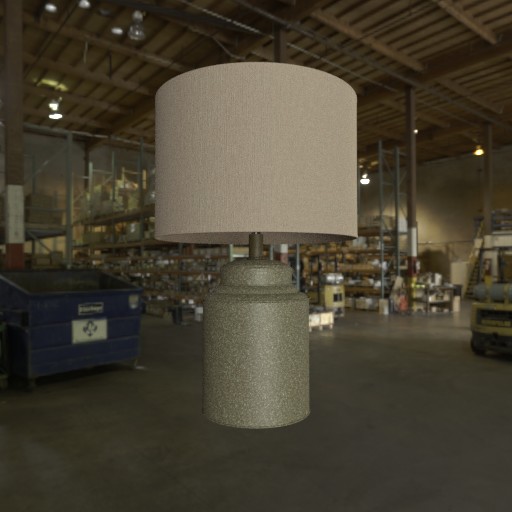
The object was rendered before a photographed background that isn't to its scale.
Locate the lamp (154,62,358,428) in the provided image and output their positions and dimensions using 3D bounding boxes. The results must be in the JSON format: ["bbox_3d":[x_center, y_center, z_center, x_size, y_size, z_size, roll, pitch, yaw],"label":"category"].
[{"bbox_3d":[0.000,0.000,0.710,0.318,0.486,0.318,0,-1,0],"label":"lamp"}]
